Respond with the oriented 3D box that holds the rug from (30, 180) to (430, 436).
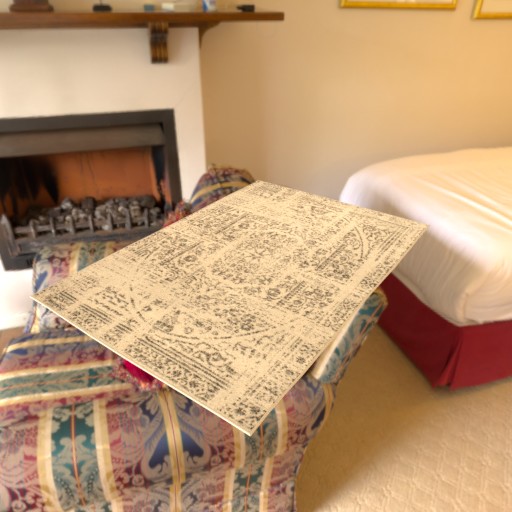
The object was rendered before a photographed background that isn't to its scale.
[{"bbox_3d":[0.000,0.000,3.144,1.706,0.026,2.438,20,36,30],"label":"rug"}]
